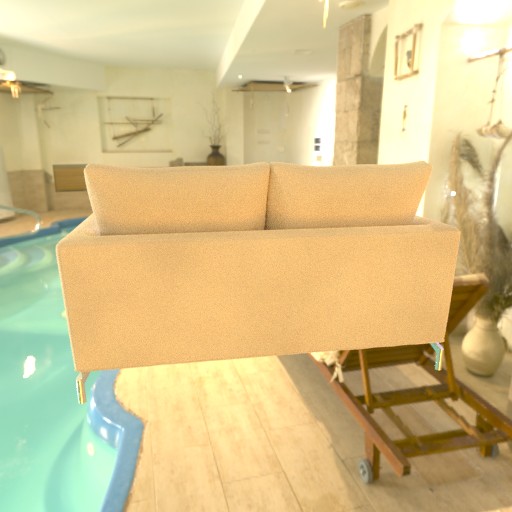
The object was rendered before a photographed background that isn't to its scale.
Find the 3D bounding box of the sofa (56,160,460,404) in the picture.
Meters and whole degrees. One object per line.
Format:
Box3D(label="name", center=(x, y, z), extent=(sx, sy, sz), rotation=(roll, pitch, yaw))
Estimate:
Box3D(label="sofa", center=(0.000, 0.000, 2.328), extent=(1.739, 0.995, 0.906), rotation=(-3, 15, -10))
